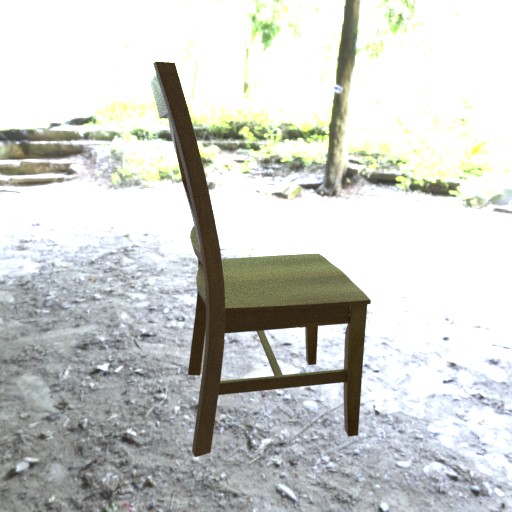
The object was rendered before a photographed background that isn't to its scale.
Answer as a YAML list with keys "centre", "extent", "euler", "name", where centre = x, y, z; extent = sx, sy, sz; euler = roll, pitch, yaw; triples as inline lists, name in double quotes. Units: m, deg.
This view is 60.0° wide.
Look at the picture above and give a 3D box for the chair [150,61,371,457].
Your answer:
- centre: [0.000, 0.000, 1.298]
  extent: [0.542, 0.983, 0.485]
  euler: [-3, 17, -10]
  name: "chair"
